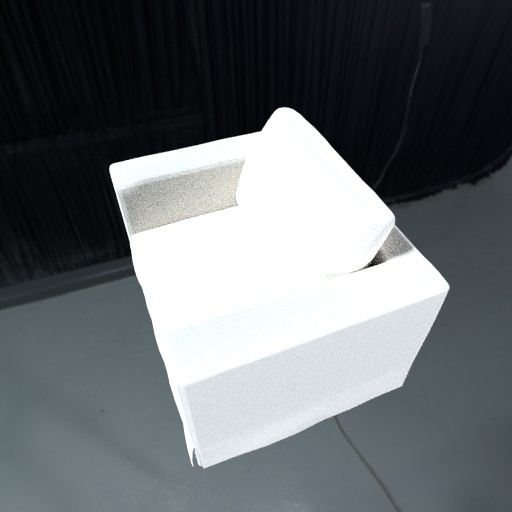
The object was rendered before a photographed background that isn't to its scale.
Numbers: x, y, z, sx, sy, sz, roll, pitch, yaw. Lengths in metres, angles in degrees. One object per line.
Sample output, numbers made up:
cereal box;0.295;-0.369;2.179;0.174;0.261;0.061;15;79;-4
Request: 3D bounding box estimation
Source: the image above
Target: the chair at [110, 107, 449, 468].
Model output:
chair;0.000;0.000;1.824;0.957;0.878;1.150;-16;49;-15
